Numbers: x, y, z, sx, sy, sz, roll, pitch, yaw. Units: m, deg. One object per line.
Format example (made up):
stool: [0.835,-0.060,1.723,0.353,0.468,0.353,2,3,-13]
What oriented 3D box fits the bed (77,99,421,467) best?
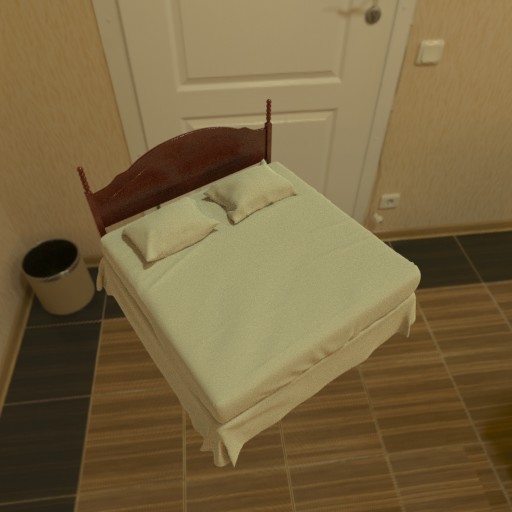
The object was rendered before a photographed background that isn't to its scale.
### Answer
bed: [0.000,0.000,3.742,2.322,1.355,2.219,-28,53,-24]
